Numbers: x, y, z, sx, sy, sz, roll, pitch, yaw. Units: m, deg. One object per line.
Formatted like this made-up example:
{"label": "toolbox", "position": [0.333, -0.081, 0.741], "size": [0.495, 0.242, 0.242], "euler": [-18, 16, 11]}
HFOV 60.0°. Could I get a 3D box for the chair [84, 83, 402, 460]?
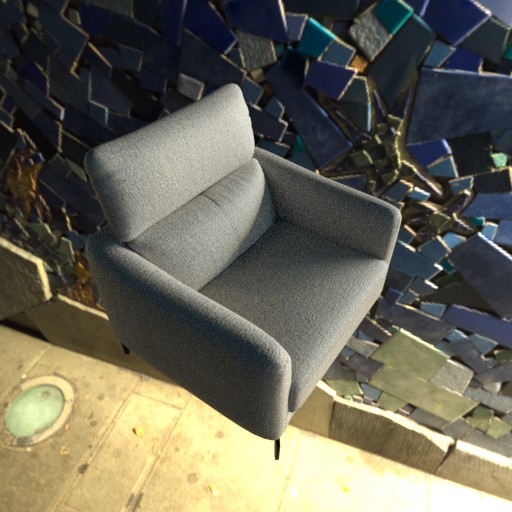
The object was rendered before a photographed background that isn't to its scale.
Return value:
{"label": "chair", "position": [0.000, 0.000, 1.694], "size": [0.835, 0.967, 0.972], "euler": [25, 47, 26]}
